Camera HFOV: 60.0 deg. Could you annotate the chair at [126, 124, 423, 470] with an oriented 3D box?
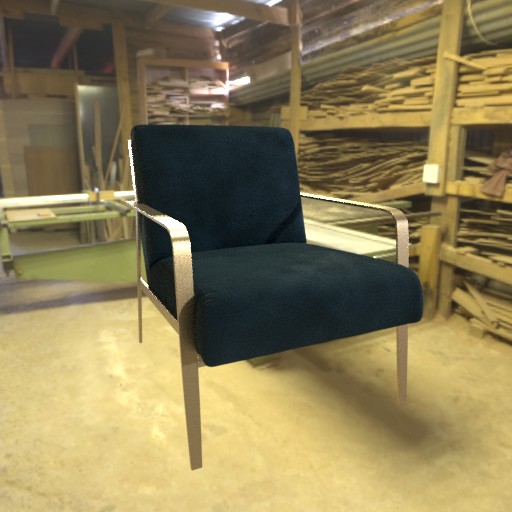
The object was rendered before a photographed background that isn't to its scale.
[{"bbox_3d":[0.000,0.000,1.422,0.692,0.831,0.859,-7,15,-25],"label":"chair"}]
